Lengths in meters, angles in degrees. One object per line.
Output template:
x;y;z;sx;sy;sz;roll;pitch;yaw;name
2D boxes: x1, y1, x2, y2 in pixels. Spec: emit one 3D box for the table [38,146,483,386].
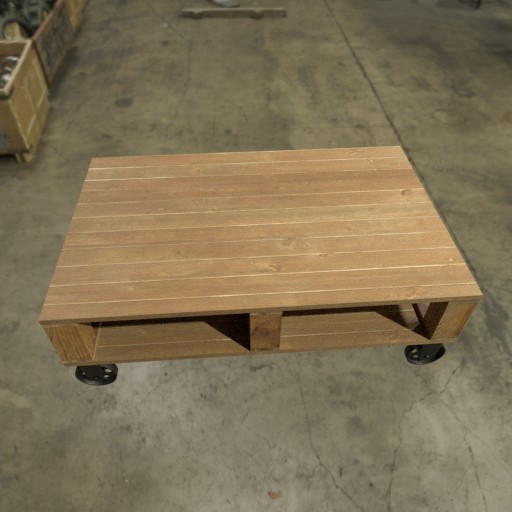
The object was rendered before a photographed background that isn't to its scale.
0.000;0.000;1.725;1.299;0.413;0.827;-3;46;-3;table
